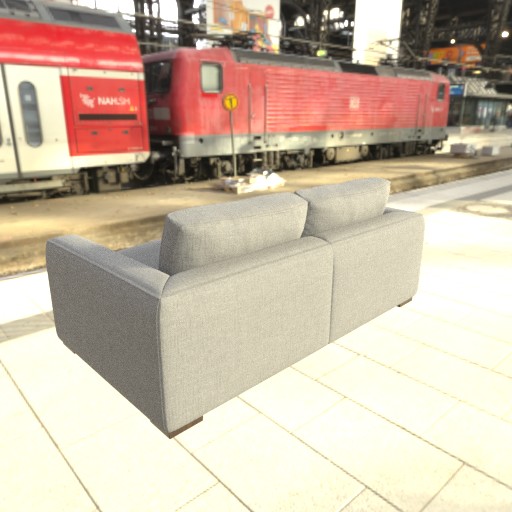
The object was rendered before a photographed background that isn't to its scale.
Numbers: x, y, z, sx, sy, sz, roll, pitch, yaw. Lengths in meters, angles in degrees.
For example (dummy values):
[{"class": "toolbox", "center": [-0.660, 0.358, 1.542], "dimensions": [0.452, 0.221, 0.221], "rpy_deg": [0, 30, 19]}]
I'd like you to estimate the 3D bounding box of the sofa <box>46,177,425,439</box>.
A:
[{"class": "sofa", "center": [0.000, 0.000, 2.473], "dimensions": [1.920, 0.800, 1.069], "rpy_deg": [-16, 24, -41]}]
